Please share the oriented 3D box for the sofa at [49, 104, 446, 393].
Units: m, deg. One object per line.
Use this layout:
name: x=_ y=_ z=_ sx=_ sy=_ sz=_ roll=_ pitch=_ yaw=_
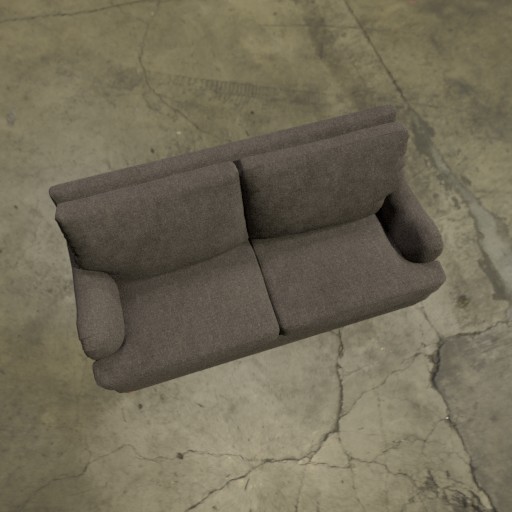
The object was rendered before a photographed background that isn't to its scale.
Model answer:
sofa: x=0.000 y=0.000 z=2.768 sx=2.160 sy=1.054 sz=1.087 roll=-16 pitch=65 yaw=-7
